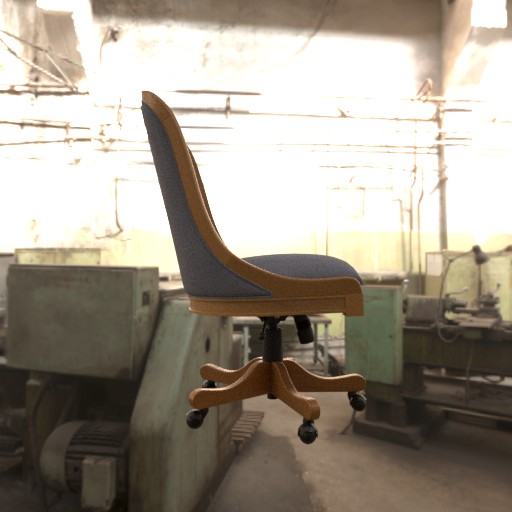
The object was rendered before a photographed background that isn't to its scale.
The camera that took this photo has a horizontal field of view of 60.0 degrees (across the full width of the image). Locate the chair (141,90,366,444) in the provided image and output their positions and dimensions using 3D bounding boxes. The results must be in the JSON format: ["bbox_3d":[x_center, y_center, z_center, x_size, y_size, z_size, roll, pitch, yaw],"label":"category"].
[{"bbox_3d":[0.000,0.000,1.486,0.735,1.031,0.605,0,-1,-2],"label":"chair"}]
